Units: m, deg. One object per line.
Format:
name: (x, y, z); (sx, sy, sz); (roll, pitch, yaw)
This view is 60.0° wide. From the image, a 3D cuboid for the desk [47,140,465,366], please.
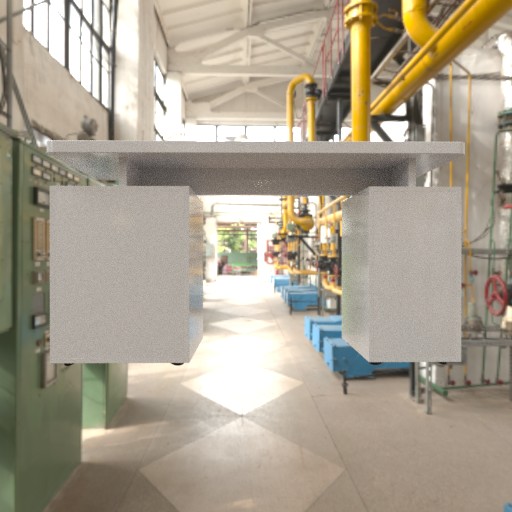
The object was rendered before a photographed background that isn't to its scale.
desk: (0.000, 0.000, 1.739); (1.400, 0.762, 0.550); (0, 0, -1)
